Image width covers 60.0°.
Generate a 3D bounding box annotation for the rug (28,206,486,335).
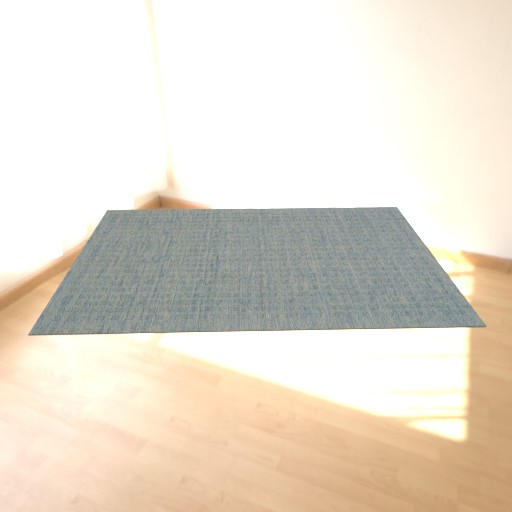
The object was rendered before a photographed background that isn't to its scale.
[{"bbox_3d":[0.000,0.000,2.188,1.752,0.006,1.142,-1,30,-1],"label":"rug"}]
